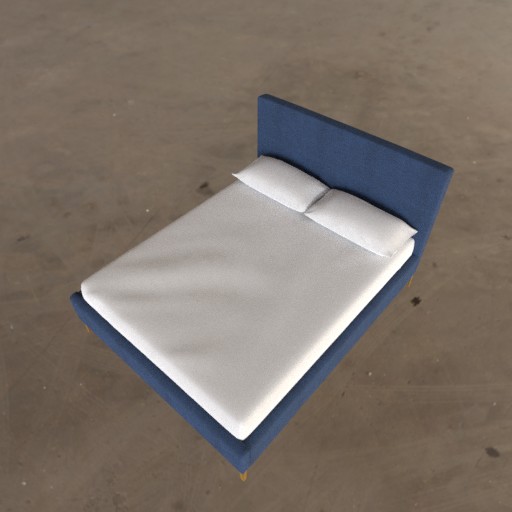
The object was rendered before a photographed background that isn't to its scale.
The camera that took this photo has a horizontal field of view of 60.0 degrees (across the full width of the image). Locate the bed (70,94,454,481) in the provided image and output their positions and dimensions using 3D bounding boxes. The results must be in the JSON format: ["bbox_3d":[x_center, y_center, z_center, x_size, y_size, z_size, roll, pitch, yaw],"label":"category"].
[{"bbox_3d":[0.000,0.000,3.256,1.723,1.231,2.172,32,54,28],"label":"bed"}]
